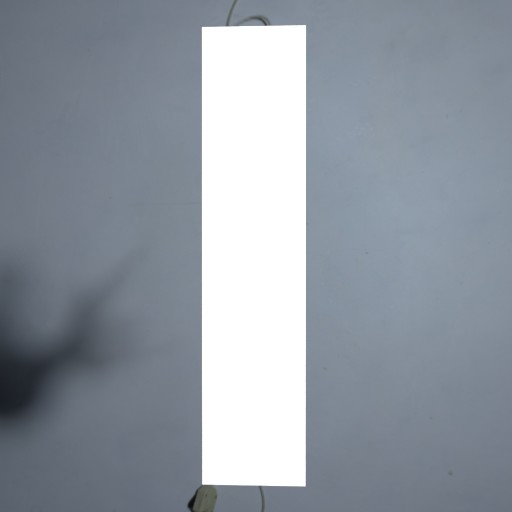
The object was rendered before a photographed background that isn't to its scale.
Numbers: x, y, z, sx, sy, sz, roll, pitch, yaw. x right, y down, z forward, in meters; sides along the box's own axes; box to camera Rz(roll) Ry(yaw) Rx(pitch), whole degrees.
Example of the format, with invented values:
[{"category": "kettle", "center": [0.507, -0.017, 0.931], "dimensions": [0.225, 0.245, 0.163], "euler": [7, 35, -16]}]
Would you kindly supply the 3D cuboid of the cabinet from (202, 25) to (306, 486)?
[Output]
[{"category": "cabinet", "center": [0.000, 0.000, 2.508], "dimensions": [0.499, 0.779, 2.198], "euler": [0, 90, 2]}]
